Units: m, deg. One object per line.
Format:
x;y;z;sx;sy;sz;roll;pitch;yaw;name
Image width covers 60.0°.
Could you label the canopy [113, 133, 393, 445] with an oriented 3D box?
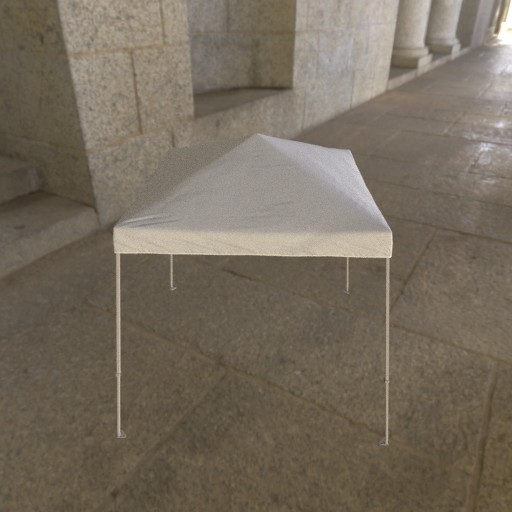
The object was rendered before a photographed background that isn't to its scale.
0.000;0.000;6.537;3.600;3.600;3.599;1;30;2;canopy
